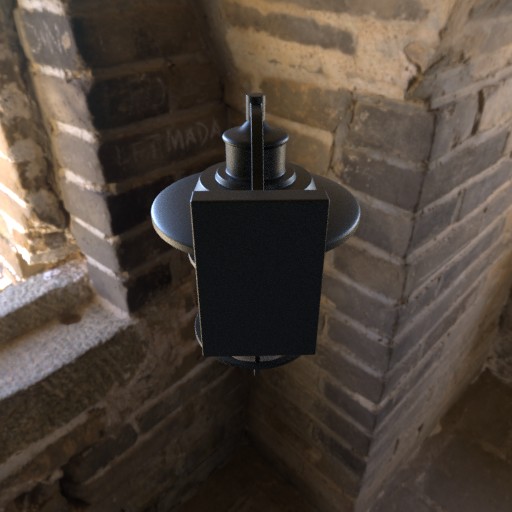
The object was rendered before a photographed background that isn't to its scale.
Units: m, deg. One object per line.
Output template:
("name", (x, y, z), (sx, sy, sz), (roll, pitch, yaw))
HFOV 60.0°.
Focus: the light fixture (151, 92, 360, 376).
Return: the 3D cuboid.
("light fixture", (0.000, 0.000, 0.501), (0.222, 0.345, 0.252), (-1, 31, -1))
